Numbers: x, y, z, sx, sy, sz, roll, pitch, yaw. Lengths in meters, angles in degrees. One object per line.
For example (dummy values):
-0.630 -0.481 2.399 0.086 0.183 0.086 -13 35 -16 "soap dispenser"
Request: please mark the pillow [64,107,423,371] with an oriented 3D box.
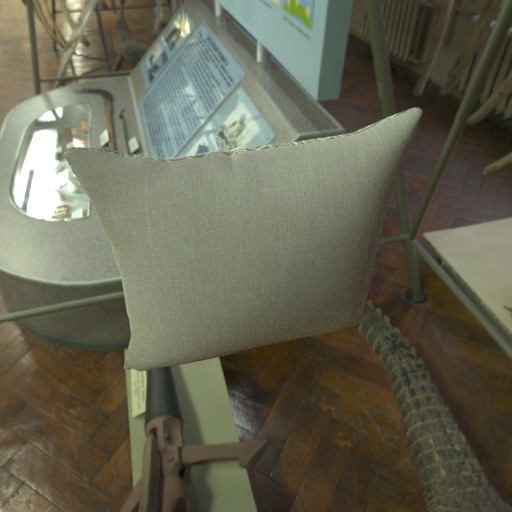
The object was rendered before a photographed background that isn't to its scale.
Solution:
0.000 0.000 0.792 0.546 0.487 0.180 -10 41 -12 "pillow"
